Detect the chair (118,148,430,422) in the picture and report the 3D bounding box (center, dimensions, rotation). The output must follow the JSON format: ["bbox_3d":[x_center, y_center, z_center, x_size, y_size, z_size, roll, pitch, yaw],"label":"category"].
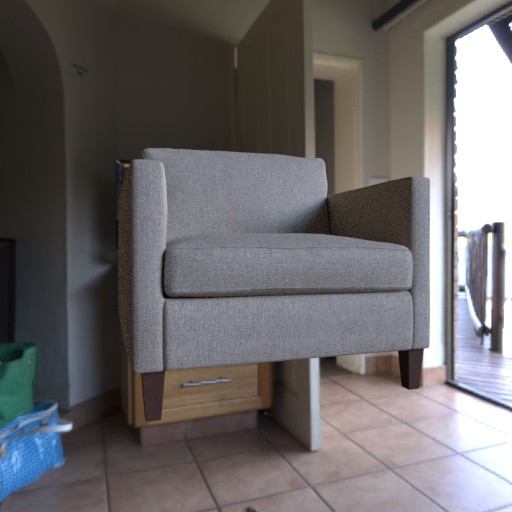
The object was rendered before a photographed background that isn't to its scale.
[{"bbox_3d":[0.000,0.000,1.892,1.107,0.987,0.959,0,1,-19],"label":"chair"}]
